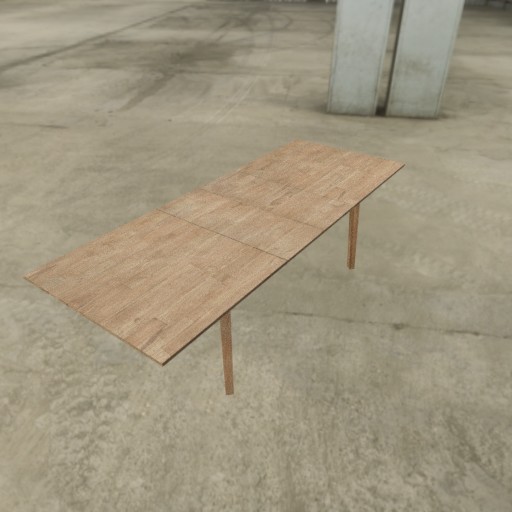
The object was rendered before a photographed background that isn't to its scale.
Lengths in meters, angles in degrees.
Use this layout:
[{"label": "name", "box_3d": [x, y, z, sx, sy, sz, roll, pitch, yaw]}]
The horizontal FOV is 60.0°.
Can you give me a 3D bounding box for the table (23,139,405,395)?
[{"label": "table", "box_3d": [0.000, 0.000, 3.065, 1.000, 0.752, 2.603, 22, 39, 30]}]
